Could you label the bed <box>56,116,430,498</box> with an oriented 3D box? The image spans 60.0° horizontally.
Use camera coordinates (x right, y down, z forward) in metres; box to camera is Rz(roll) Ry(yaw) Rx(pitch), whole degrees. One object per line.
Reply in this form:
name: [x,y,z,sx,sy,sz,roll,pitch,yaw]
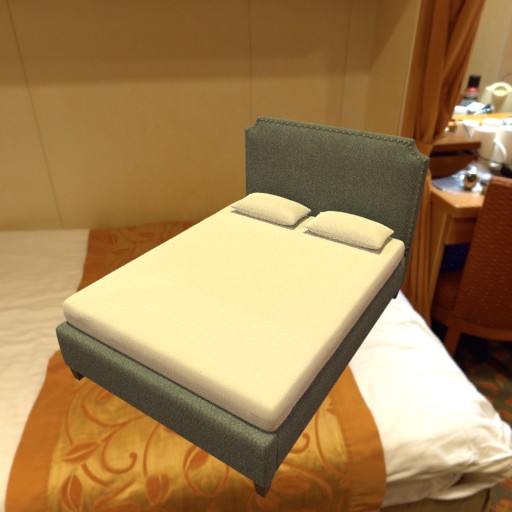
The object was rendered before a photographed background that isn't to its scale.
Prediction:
bed: [0.000,0.000,3.288,1.712,1.443,2.372,18,35,28]
